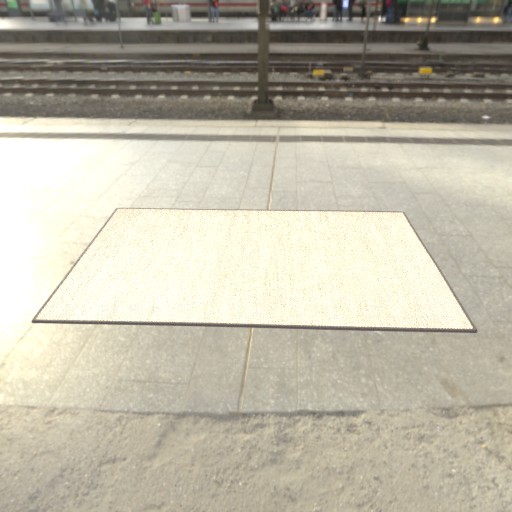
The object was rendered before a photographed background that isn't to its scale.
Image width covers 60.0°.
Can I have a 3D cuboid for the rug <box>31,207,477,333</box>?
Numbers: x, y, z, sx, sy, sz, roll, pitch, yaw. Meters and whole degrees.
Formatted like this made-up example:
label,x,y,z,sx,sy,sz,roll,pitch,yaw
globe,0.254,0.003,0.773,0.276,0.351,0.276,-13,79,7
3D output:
label,x,y,z,sx,sy,sz,roll,pitch,yaw
rug,0.000,0.000,2.115,1.676,0.013,1.067,1,30,2
